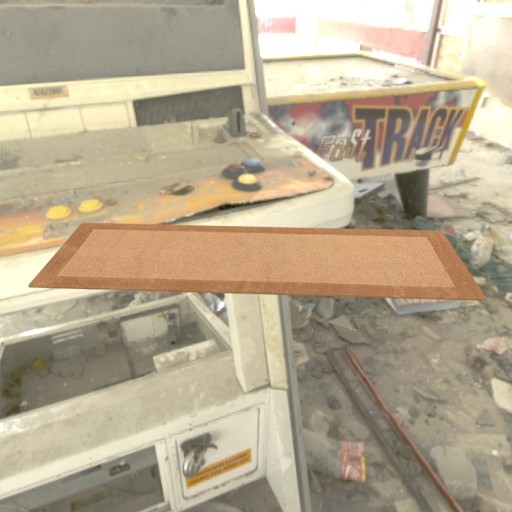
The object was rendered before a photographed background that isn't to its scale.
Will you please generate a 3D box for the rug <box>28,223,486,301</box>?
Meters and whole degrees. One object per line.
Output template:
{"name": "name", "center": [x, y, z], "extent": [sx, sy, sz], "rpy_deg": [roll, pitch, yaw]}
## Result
{"name": "rug", "center": [0.000, 0.000, 2.675], "extent": [2.439, 0.017, 0.764], "rpy_deg": [1, 31, 2]}
